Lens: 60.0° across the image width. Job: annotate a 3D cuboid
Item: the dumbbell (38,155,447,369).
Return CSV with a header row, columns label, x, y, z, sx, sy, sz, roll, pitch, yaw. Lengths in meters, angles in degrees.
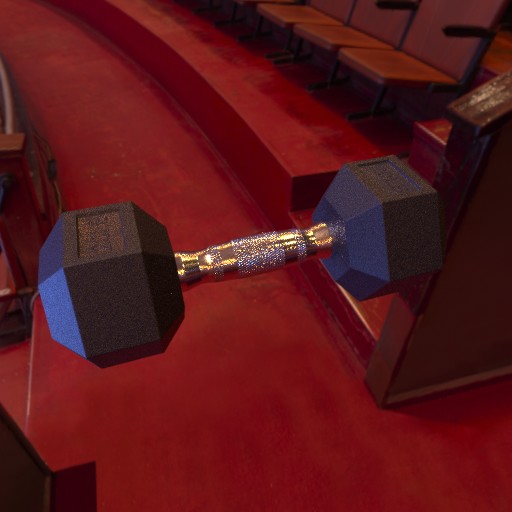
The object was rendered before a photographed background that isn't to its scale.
label,x,y,z,sx,sy,sz,roll,pitch,yaw
dumbbell,0.000,0.000,0.314,0.272,0.092,0.106,-12,42,-14
